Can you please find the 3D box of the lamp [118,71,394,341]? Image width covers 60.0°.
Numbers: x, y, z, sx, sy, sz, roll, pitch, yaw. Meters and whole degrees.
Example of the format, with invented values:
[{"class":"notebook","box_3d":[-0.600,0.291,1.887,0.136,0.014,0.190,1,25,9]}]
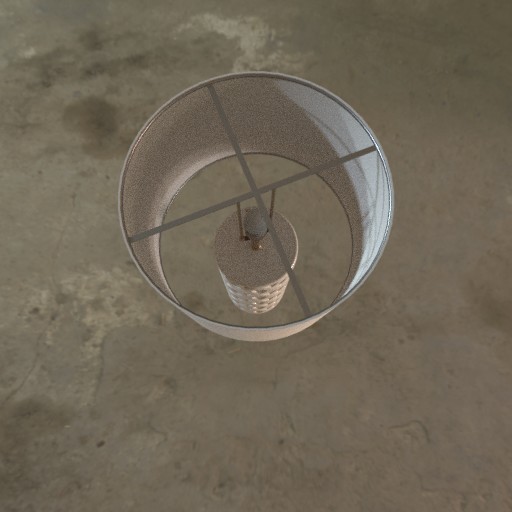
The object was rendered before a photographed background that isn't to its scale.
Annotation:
[{"class":"lamp","box_3d":[0.000,0.000,0.831,0.325,0.636,0.324,-21,77,-5]}]
